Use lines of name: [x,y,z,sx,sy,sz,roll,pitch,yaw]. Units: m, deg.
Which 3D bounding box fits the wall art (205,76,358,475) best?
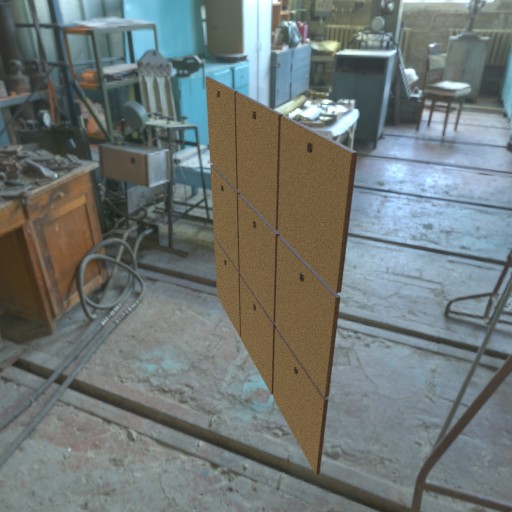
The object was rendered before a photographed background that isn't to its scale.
wall art: [0.000,0.000,1.825,0.024,1.218,1.221,-11,32,-19]
